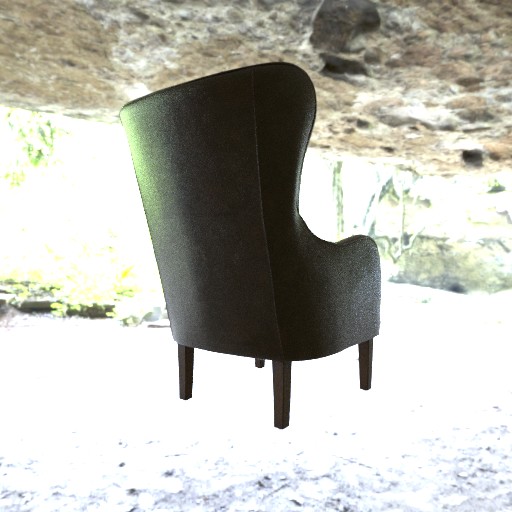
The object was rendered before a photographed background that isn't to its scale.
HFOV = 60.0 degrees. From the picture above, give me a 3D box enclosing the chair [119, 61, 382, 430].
[{"bbox_3d":[0.000,0.000,1.592,0.692,1.048,0.914,1,1,38],"label":"chair"}]
